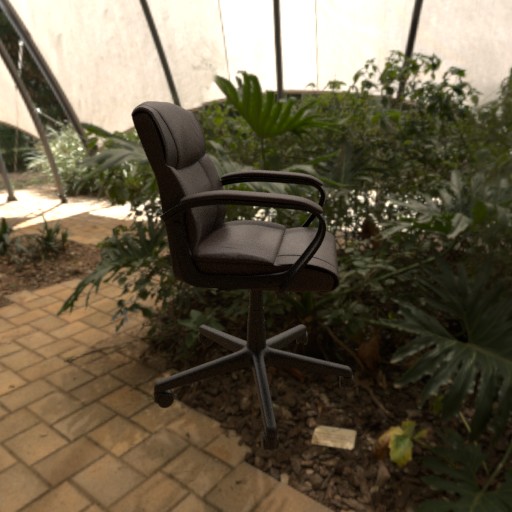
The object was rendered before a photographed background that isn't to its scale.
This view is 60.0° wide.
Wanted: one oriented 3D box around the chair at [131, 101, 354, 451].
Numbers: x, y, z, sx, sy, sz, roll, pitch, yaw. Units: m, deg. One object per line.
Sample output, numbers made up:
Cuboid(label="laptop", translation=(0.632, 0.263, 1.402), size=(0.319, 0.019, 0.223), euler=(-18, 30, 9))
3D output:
Cuboid(label="chair", translation=(0.000, 0.000, 1.518), size=(0.717, 1.004, 0.739), euler=(3, 17, 8))
